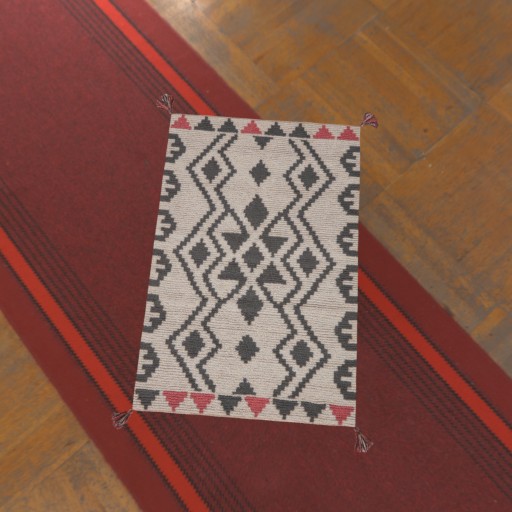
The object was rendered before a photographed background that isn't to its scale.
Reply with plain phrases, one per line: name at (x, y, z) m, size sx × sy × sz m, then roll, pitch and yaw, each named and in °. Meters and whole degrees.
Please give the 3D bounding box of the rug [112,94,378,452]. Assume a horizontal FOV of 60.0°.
rug at (0.000, 0.000, 2.619) m, size 1.444 × 0.067 × 2.069 m, roll 4°, pitch 76°, yaw 1°
